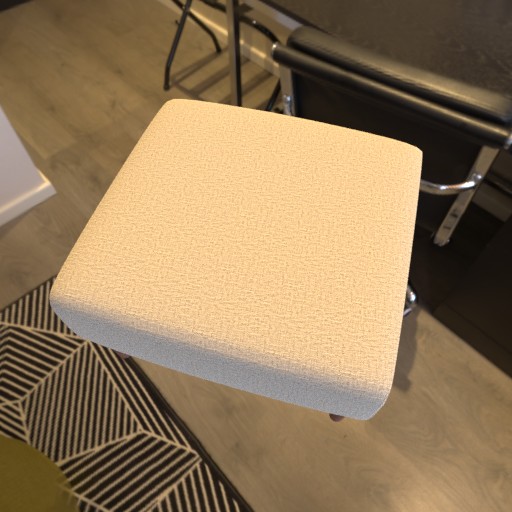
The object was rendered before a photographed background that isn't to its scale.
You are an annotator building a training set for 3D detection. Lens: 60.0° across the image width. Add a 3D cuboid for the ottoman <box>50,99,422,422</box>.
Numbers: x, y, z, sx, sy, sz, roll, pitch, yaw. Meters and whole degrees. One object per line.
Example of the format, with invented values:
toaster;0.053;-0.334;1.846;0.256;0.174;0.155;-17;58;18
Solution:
ottoman;0.000;0.000;1.069;0.650;0.398;0.649;14;58;9
